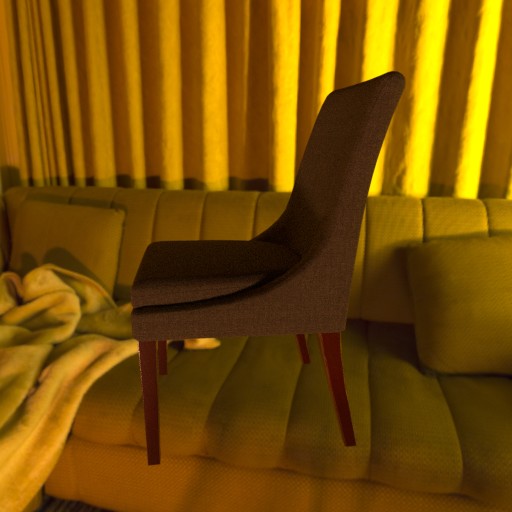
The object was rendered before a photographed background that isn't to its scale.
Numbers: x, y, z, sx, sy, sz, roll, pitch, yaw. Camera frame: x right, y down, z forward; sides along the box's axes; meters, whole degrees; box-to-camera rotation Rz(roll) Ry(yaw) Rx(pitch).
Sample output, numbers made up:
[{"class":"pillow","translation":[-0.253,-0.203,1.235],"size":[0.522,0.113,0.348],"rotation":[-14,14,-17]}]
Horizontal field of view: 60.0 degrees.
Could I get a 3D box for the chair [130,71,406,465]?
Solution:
[{"class":"chair","translation":[0.000,0.000,1.278],"size":[0.655,0.952,0.508],"rotation":[-2,15,-8]}]
